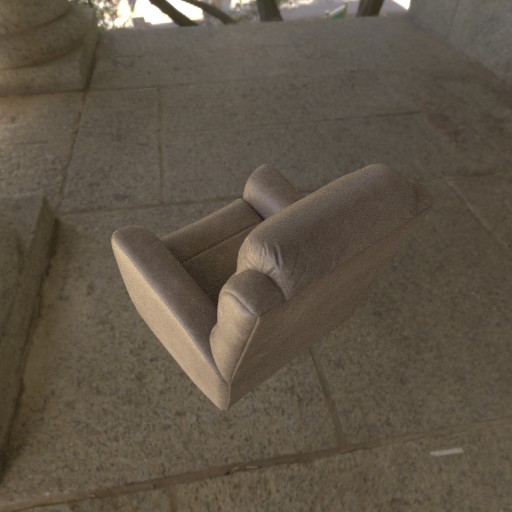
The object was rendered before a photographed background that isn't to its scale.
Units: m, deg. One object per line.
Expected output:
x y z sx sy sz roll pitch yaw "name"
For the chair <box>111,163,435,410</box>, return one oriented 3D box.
0.000 0.000 2.001 0.967 1.116 1.068 -30 52 -27 "chair"
